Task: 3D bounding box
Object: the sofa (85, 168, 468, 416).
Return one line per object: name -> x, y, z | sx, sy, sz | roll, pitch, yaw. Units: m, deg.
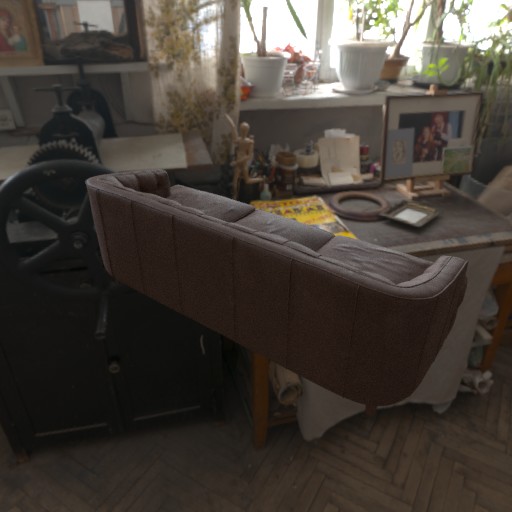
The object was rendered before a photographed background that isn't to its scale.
sofa -> 0.000, 0.000, 2.665 | 2.227, 0.787, 0.927 | 21, 36, 31
